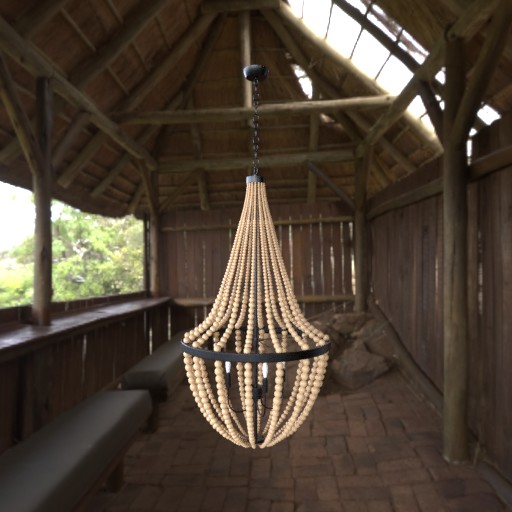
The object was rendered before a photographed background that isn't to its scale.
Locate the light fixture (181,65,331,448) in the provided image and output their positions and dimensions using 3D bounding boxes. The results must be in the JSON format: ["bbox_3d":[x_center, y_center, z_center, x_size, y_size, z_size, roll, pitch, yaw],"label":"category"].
[{"bbox_3d":[0.000,0.000,1.349,0.450,1.133,0.450,0,0,0],"label":"light fixture"}]
